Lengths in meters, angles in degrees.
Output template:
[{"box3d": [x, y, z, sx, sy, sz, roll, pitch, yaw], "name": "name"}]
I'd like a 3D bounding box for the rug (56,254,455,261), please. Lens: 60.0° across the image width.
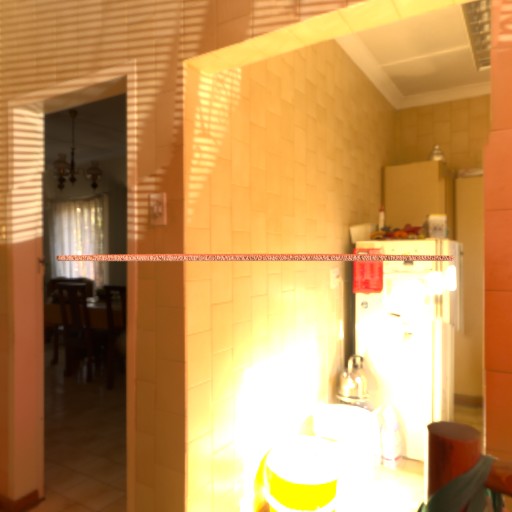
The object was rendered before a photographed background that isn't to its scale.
[{"box3d": [0.000, 0.000, 3.311, 1.801, 0.024, 2.700, 0, 0, 0], "name": "rug"}]
